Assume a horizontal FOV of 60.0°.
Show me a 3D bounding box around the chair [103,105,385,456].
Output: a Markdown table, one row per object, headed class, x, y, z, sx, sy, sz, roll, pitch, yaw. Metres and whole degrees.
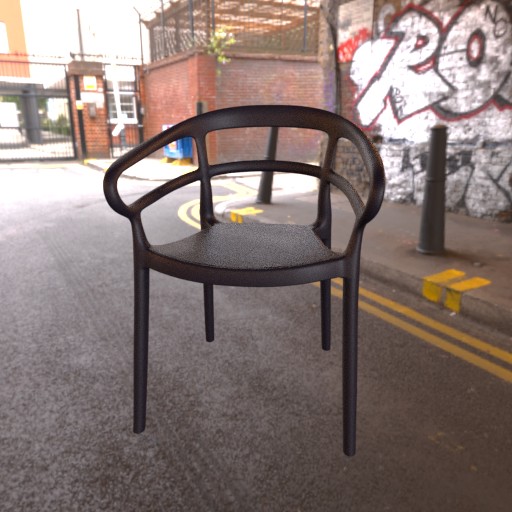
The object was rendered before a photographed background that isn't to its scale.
| class | x | y | z | sx | sy | sz | roll | pitch | yaw |
| --- | --- | --- | --- | --- | --- | --- | --- | --- | --- |
| chair | 0.000 | 0.000 | 1.142 | 0.559 | 0.761 | 0.527 | 2 | 16 | 8 |
